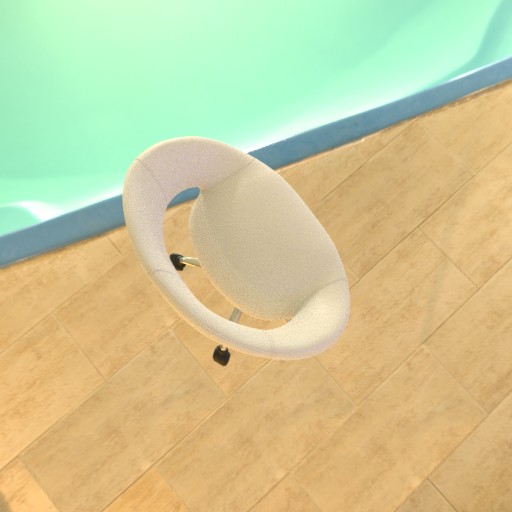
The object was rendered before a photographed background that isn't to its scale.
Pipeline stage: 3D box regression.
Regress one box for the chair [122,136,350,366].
[{"bbox_3d":[0.000,0.000,1.187,0.538,0.791,0.612,-34,78,-8],"label":"chair"}]
